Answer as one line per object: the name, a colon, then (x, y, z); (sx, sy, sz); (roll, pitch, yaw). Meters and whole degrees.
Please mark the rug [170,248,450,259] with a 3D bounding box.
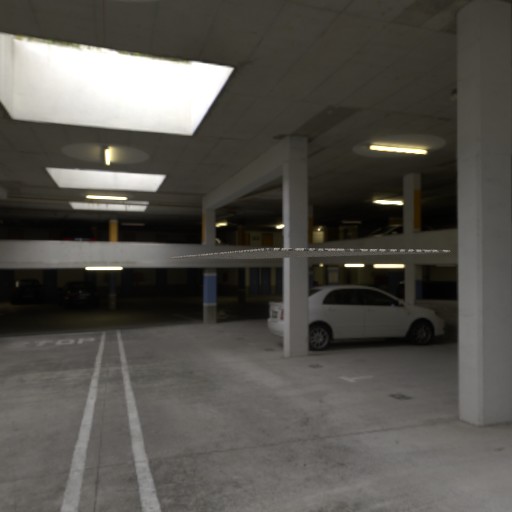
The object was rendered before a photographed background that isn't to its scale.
rug: (0.000, 0.000, 2.506); (0.676, 0.008, 2.277); (0, -1, -18)
